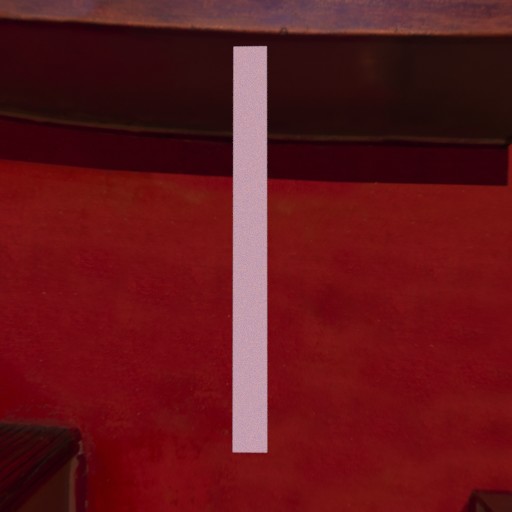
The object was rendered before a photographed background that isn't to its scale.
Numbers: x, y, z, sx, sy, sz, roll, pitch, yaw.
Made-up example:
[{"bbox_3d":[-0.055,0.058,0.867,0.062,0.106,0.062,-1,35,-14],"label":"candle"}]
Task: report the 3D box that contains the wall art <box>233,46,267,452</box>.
[{"bbox_3d":[0.000,0.000,0.768,0.039,0.553,0.451,0,88,1],"label":"wall art"}]
